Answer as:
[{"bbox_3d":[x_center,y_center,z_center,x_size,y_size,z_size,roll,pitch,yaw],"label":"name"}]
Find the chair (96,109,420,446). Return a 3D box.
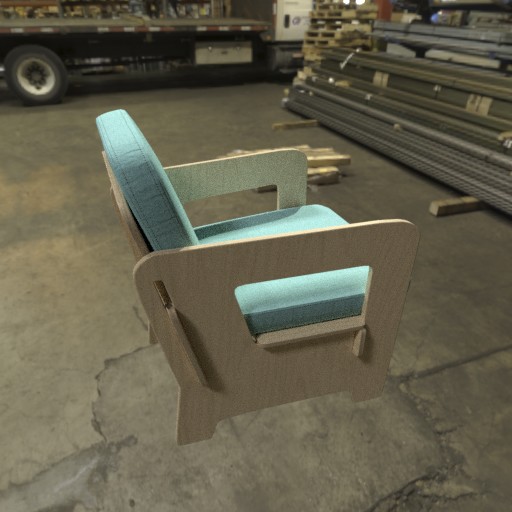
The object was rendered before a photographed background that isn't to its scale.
[{"bbox_3d":[0.000,0.000,1.242,0.710,0.800,0.590,-11,33,-18],"label":"chair"}]
